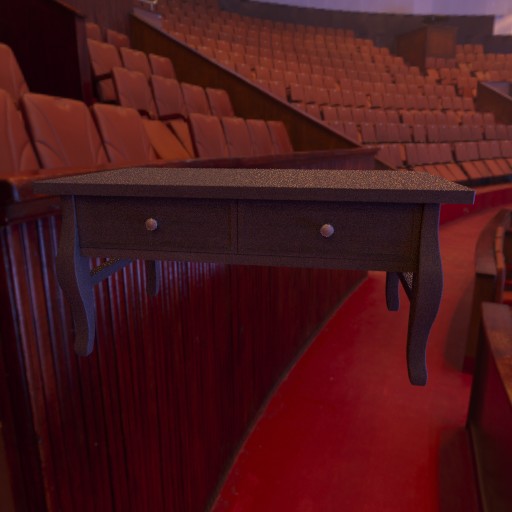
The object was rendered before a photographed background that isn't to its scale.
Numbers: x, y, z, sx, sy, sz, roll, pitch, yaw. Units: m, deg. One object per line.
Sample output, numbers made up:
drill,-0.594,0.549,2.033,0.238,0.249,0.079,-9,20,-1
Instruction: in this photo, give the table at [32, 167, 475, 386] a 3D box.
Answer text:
table,0.000,0.000,1.384,1.062,0.494,0.600,3,15,9
